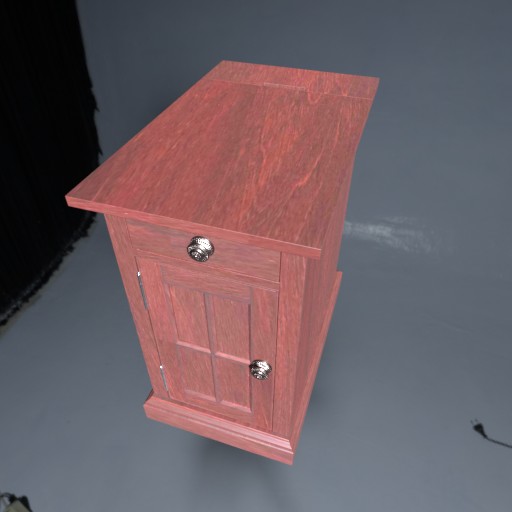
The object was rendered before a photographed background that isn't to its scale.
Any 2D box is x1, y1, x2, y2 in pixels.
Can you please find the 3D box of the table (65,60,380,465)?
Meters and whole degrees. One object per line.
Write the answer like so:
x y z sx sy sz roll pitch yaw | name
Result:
0.000 0.000 0.973 0.356 0.612 0.584 12 43 14 | table
